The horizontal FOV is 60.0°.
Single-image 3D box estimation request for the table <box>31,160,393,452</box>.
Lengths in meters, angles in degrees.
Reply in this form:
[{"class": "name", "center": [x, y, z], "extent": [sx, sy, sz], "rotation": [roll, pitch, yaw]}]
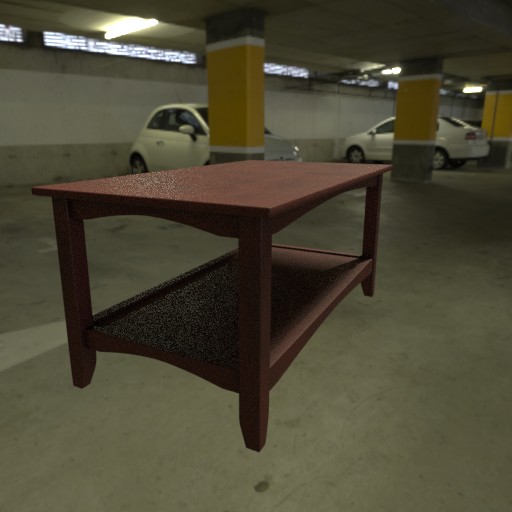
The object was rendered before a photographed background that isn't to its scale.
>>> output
[{"class": "table", "center": [0.000, 0.000, 1.237], "extent": [0.533, 0.456, 0.943], "rotation": [8, 18, 26]}]
